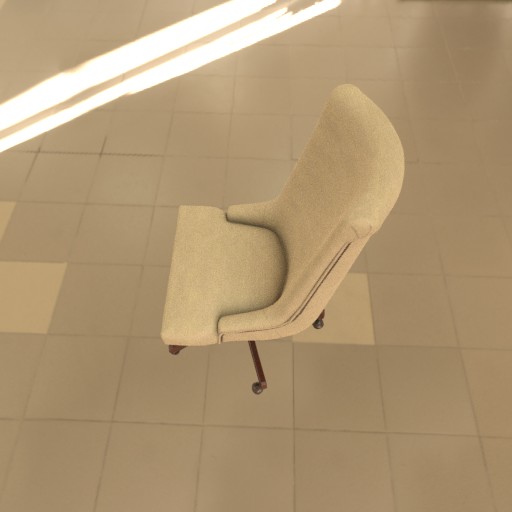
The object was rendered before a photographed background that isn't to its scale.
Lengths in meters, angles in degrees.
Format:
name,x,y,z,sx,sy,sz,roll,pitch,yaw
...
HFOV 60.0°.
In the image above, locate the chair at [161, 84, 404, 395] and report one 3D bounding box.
name,x,y,z,sx,sy,sz,roll,pitch,yaw
chair,0.000,0.000,1.456,0.696,1.010,0.645,1,58,1
